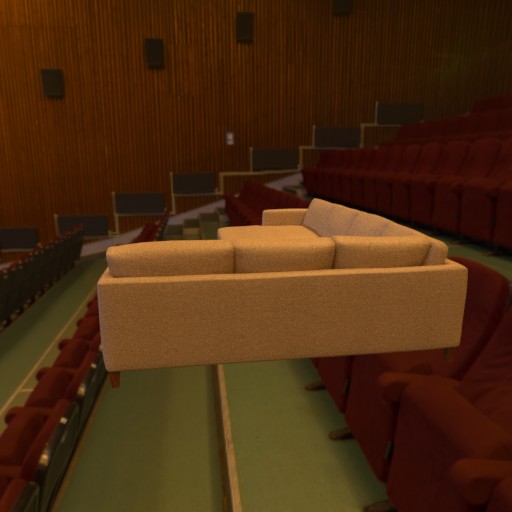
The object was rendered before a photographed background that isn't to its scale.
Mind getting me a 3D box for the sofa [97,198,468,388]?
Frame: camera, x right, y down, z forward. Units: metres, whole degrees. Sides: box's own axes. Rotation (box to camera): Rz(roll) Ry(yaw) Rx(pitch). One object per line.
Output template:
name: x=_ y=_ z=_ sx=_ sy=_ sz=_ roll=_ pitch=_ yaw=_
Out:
sofa: x=0.000 y=0.000 z=4.670 sx=2.594 sy=0.961 sz=3.460 roll=-2 pitch=13 yaw=-8
